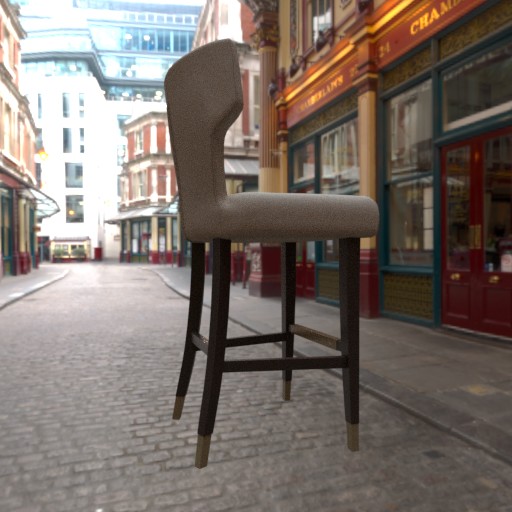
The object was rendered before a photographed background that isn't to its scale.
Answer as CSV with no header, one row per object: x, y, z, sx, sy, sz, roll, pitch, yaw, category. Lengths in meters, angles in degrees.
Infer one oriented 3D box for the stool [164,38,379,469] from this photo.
0.000,0.000,1.390,0.563,1.092,0.526,0,0,-20,stool
